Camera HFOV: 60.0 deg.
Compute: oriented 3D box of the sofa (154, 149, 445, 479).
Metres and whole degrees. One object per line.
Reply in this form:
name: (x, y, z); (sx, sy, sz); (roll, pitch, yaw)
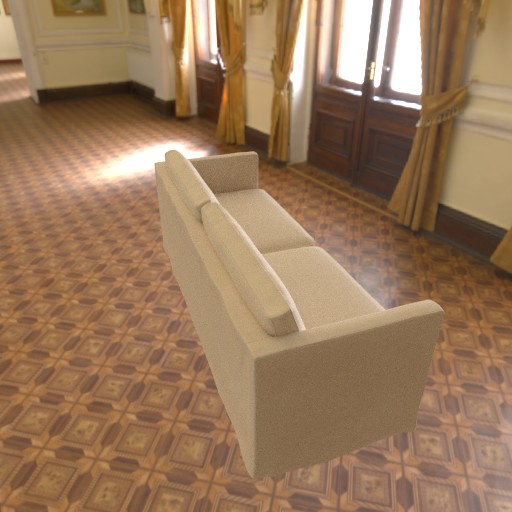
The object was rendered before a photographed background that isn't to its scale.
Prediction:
sofa: (0.000, 0.000, 3.281); (1.036, 0.999, 2.779); (-10, 32, -17)
